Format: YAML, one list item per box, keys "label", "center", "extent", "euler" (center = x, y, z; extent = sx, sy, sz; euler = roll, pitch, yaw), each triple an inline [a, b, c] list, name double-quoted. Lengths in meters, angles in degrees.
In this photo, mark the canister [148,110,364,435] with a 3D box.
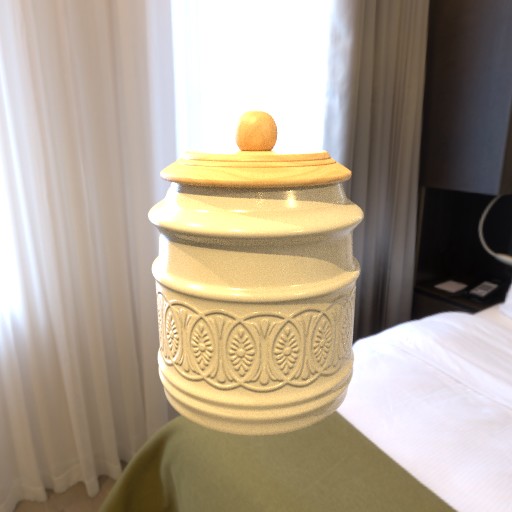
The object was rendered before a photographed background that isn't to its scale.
- label: "canister"
  center: [0.000, 0.000, 0.282]
  extent: [0.130, 0.176, 0.130]
  euler: [0, 16, 0]
